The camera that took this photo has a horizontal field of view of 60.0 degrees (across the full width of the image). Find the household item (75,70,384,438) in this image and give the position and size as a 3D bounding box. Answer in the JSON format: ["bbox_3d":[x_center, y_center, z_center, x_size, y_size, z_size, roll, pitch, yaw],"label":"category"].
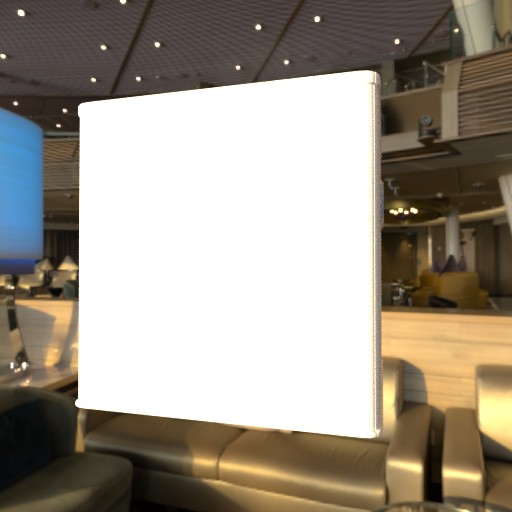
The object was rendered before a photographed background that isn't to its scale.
[{"bbox_3d":[0.000,0.000,0.550,0.305,0.305,0.305,0,-1,16],"label":"household item"}]
